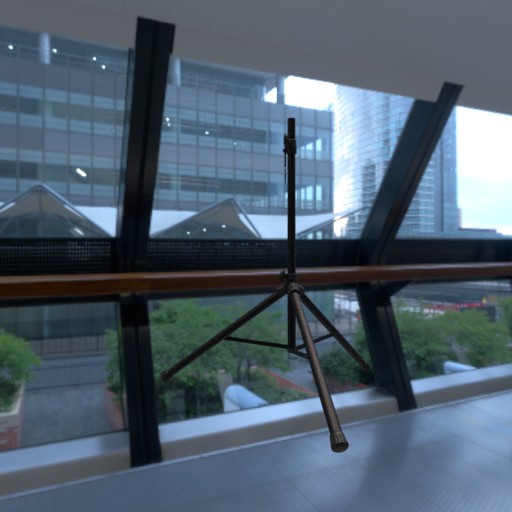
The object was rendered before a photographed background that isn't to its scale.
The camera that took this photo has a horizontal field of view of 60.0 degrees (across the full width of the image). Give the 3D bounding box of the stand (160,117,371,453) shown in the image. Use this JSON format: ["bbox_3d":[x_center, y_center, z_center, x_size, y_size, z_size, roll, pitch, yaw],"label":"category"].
[{"bbox_3d":[0.000,0.000,1.875,0.907,1.136,1.045,0,-1,20],"label":"stand"}]
